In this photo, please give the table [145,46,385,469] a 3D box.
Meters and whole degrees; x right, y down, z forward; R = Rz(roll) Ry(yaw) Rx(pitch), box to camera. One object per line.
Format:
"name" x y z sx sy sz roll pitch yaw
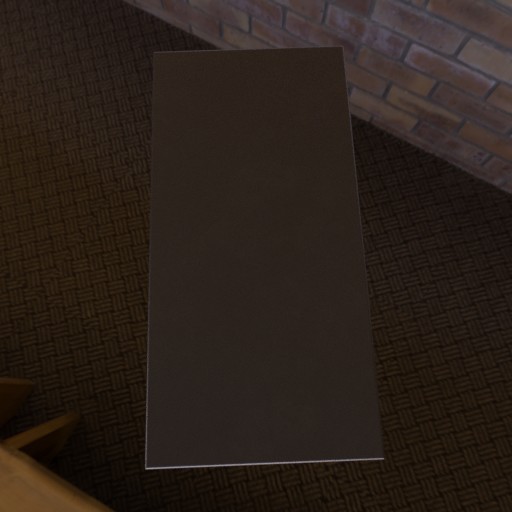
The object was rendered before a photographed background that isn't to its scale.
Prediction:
"table" 0.000 0.000 1.389 0.550 0.510 1.107 -2 76 -1
